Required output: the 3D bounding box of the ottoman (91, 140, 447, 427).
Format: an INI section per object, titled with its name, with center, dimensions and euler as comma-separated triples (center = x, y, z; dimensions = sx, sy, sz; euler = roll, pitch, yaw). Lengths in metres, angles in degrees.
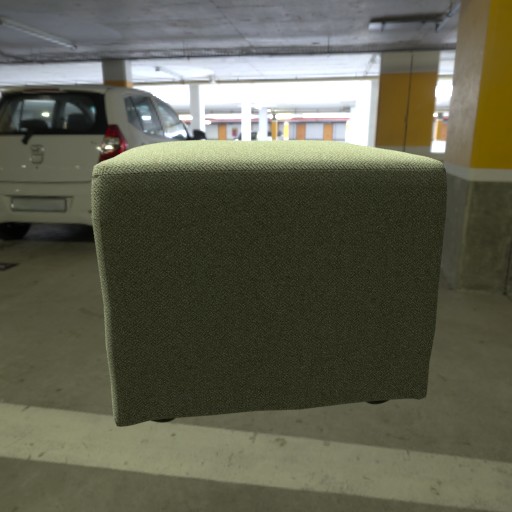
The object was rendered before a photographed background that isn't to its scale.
[ottoman]
center = 0.000, 0.000, 0.896
dimensions = 0.521, 0.453, 0.512
euler = -2, 15, -8
